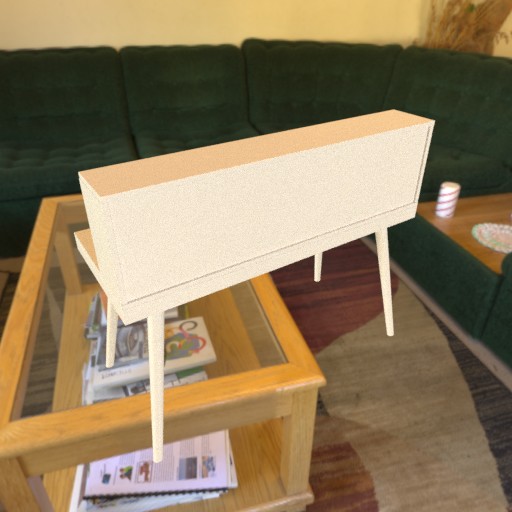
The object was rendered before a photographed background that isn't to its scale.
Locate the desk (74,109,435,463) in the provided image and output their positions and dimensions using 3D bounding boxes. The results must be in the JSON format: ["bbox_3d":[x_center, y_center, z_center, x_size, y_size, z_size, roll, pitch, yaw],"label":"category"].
[{"bbox_3d":[0.000,0.000,1.742,1.199,0.990,0.559,-19,37,-28],"label":"desk"}]
